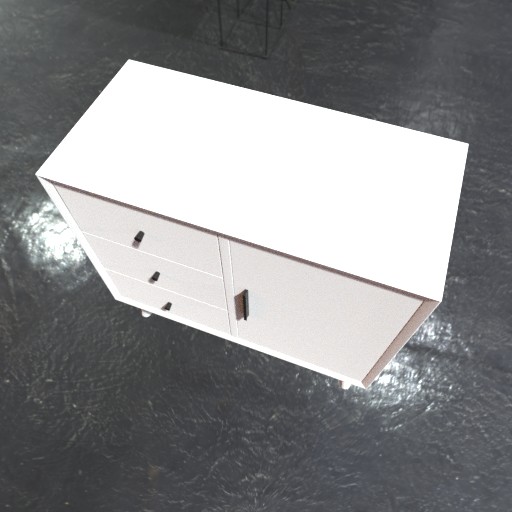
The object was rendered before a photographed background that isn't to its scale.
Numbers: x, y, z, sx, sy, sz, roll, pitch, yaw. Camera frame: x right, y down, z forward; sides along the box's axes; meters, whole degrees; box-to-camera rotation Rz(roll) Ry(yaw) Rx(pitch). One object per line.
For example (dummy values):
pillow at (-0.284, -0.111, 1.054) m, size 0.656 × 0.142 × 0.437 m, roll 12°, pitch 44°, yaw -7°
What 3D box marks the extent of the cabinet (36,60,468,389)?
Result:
cabinet at (0.000, 0.000, 1.229) m, size 0.800 × 0.761 × 0.398 m, roll 18°, pitch 61°, yaw 10°
